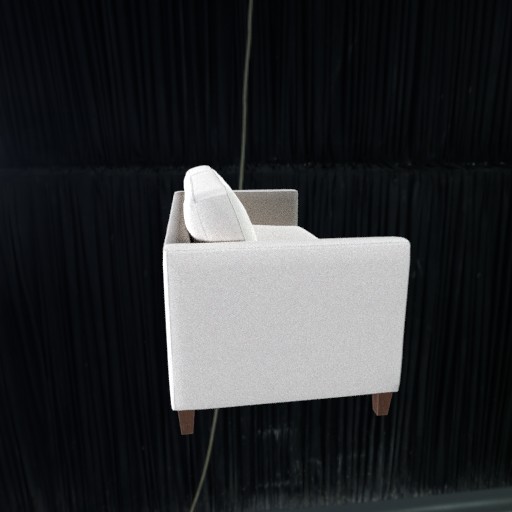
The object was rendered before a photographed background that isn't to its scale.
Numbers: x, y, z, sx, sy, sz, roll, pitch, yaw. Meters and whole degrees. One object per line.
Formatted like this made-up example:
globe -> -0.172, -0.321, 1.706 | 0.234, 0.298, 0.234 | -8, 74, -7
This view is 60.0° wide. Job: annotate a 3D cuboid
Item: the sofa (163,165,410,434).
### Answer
sofa -> 0.000, 0.000, 2.324 | 0.873, 0.888, 1.722 | -2, 15, -9
